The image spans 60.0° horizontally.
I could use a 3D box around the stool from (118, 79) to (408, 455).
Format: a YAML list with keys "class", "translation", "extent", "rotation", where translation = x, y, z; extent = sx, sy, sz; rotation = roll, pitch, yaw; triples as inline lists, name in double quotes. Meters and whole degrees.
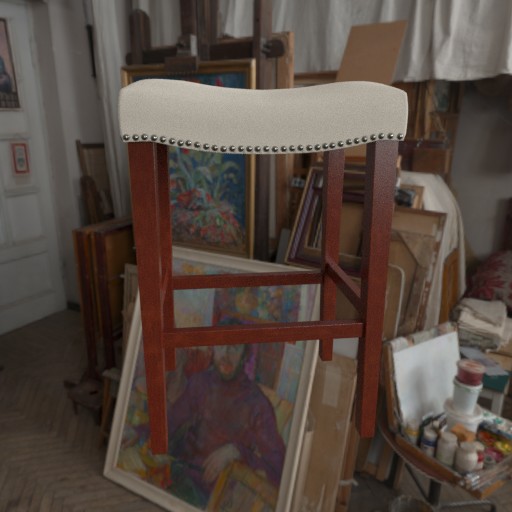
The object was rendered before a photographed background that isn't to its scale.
- class: "stool"
  translation: [0.000, 0.000, 1.013]
  extent: [0.504, 0.742, 0.372]
  rotation: [-2, 17, -6]
